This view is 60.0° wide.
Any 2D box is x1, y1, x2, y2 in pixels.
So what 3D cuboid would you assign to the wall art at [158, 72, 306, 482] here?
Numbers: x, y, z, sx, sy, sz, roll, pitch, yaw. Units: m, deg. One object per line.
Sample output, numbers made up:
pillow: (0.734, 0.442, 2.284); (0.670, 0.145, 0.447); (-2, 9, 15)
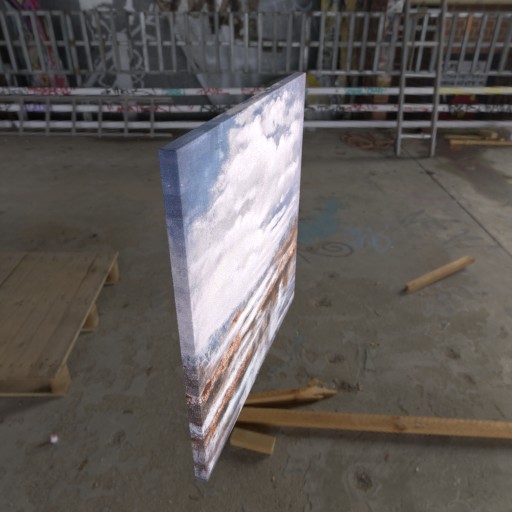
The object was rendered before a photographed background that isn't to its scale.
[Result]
wall art: (0.000, 0.000, 1.312); (0.035, 0.897, 0.888); (10, 32, 16)
